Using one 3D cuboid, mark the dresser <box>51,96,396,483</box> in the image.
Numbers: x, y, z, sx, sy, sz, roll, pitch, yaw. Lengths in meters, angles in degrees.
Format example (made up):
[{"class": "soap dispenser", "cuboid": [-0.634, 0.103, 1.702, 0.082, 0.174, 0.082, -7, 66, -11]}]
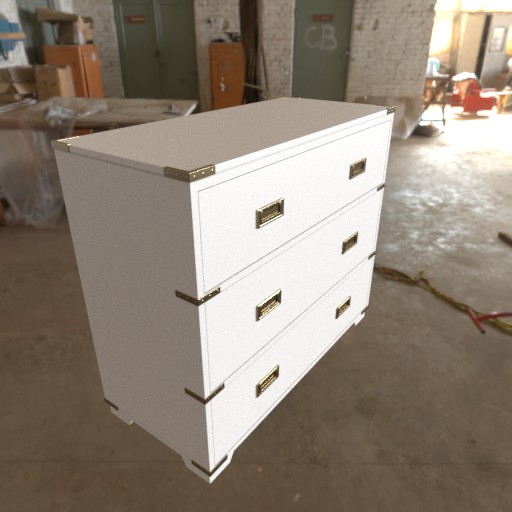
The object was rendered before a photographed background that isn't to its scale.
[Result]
[{"class": "dresser", "cuboid": [0.000, 0.000, 1.500, 0.460, 0.891, 1.022, 19, 32, 32]}]
